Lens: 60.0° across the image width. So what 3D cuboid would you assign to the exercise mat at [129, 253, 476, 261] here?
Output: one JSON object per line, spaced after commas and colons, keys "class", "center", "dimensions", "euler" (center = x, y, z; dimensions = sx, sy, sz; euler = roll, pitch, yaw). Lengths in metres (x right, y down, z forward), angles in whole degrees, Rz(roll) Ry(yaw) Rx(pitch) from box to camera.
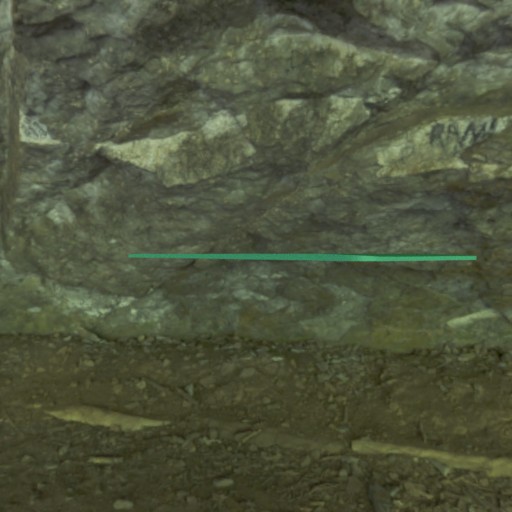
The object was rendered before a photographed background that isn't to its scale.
{"class": "exercise mat", "center": [0.000, 0.000, 2.118], "dimensions": [0.616, 0.021, 1.869], "euler": [0, 0, -36]}
